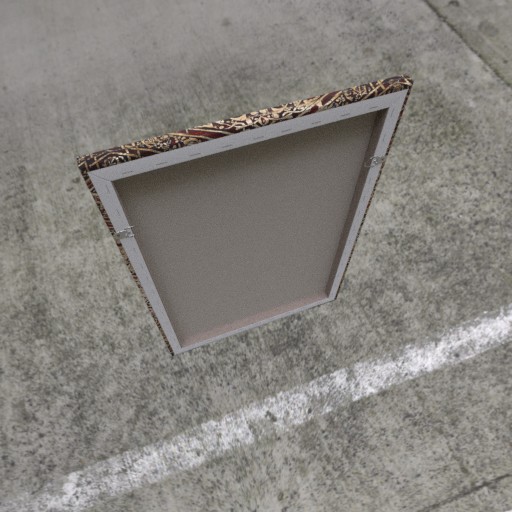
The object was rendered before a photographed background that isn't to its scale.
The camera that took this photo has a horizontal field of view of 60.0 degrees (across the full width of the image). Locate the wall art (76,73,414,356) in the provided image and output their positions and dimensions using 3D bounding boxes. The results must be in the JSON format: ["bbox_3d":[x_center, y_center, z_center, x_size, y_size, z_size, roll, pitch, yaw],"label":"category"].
[{"bbox_3d":[0.000,0.000,1.138,0.599,0.904,0.030,-17,60,-10],"label":"wall art"}]
